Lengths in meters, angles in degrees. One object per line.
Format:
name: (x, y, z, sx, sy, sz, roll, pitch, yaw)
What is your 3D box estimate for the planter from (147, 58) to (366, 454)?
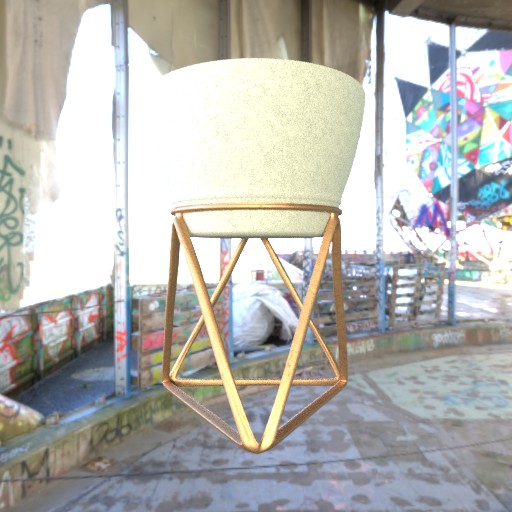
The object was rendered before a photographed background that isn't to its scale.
planter: (0.000, 0.000, 0.734, 0.350, 0.504, 0.350, 0, 1, -1)
